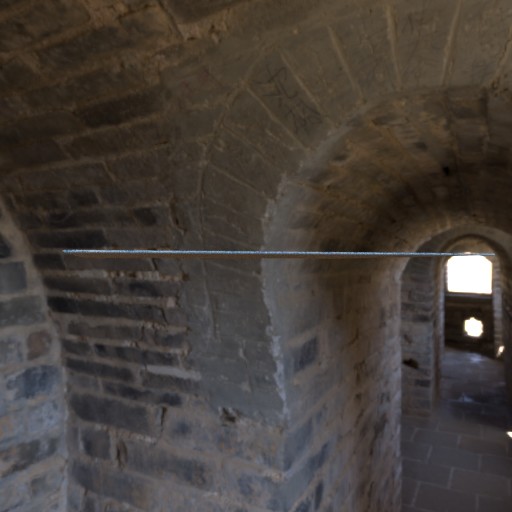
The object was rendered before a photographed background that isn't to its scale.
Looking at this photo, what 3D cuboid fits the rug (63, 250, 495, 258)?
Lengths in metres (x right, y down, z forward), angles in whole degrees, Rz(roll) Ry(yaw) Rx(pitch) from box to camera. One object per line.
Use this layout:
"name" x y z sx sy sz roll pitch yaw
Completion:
"rug" 0.000 0.000 4.066 3.050 0.016 2.441 0 -1 -19
